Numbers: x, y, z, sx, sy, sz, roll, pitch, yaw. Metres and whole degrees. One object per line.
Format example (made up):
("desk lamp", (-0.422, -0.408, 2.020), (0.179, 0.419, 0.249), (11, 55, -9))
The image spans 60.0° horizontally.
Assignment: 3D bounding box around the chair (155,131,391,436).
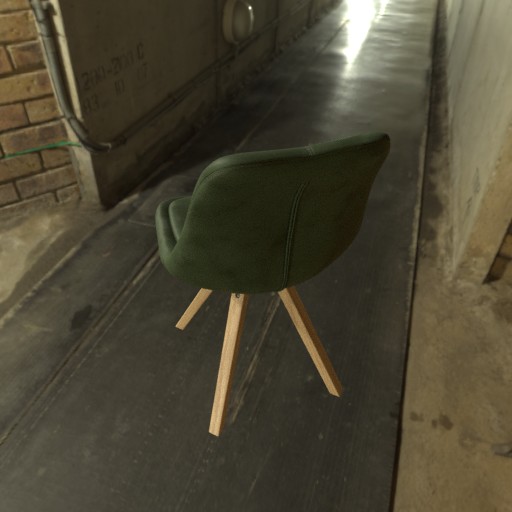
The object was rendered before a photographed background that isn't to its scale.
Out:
("chair", (0.000, 0.000, 1.156), (0.483, 0.865, 0.547), (-13, 42, -14))
